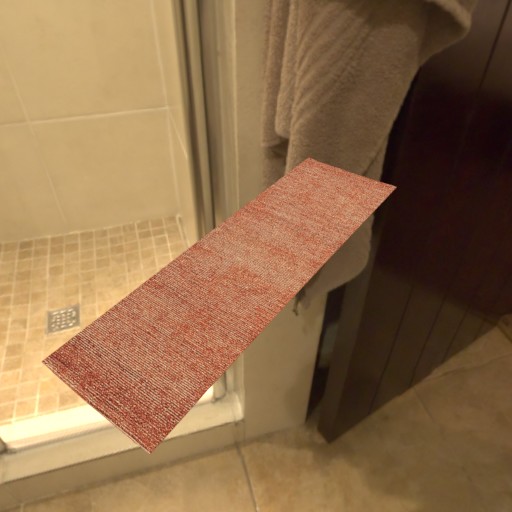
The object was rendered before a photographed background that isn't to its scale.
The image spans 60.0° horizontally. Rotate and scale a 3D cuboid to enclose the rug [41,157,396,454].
[{"bbox_3d":[0.000,0.000,2.576,0.718,0.013,2.353,26,48,26],"label":"rug"}]
